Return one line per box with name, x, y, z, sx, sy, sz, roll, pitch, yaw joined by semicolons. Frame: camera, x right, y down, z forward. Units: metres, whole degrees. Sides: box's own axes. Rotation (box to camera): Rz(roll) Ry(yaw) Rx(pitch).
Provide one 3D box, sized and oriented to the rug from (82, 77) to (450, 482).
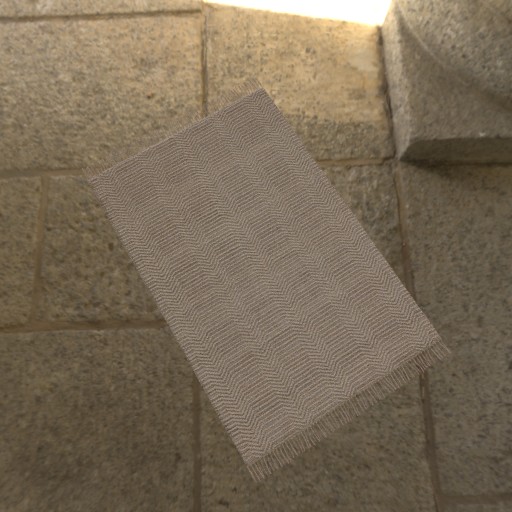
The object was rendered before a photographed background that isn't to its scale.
rug;0.000;0.000;3.126;1.528;0.034;2.523;-31;77;-8
